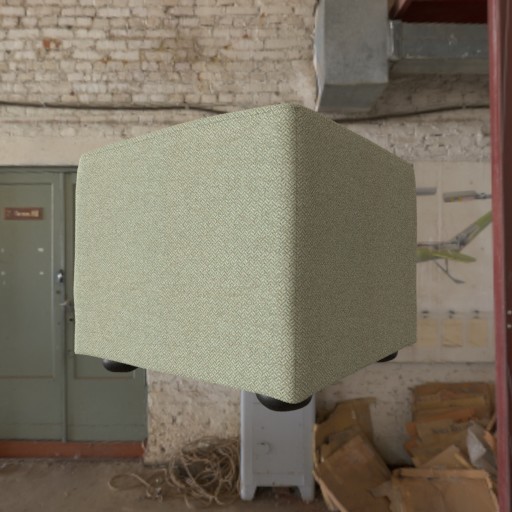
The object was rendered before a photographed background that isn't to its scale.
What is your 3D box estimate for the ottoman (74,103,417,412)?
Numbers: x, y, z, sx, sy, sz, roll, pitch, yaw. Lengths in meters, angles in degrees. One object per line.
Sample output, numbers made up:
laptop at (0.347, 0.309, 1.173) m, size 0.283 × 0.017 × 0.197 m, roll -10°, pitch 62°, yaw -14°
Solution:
ottoman at (0.000, 0.000, 0.911) m, size 0.512 × 0.453 × 0.521 m, roll 0°, pitch 0°, yaw 36°
